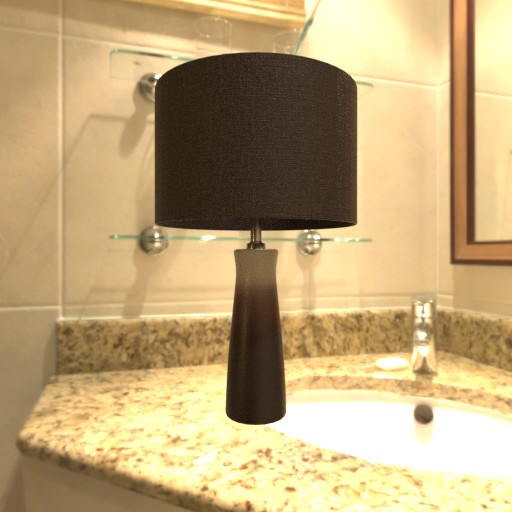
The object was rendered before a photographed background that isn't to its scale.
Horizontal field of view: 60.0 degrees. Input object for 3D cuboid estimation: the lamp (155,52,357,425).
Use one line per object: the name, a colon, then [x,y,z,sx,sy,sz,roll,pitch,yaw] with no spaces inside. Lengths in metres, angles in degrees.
lamp: [0.000,0.000,0.680,0.303,0.488,0.303,0,0,0]
